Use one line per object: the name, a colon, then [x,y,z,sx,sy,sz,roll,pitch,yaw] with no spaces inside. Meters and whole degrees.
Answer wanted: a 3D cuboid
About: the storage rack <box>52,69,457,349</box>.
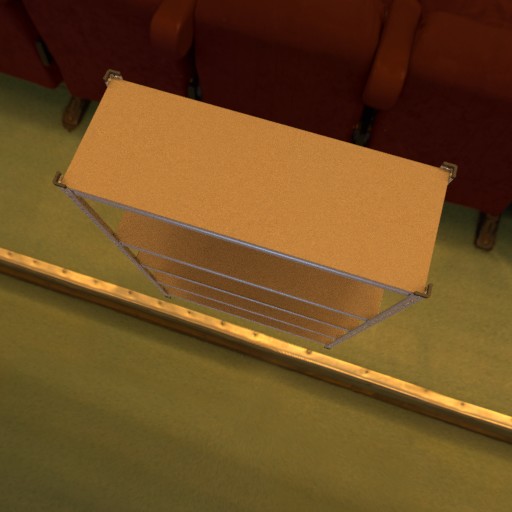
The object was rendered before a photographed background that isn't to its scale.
storage rack: [0.000,0.000,2.291,1.219,1.829,0.457,17,74,5]
